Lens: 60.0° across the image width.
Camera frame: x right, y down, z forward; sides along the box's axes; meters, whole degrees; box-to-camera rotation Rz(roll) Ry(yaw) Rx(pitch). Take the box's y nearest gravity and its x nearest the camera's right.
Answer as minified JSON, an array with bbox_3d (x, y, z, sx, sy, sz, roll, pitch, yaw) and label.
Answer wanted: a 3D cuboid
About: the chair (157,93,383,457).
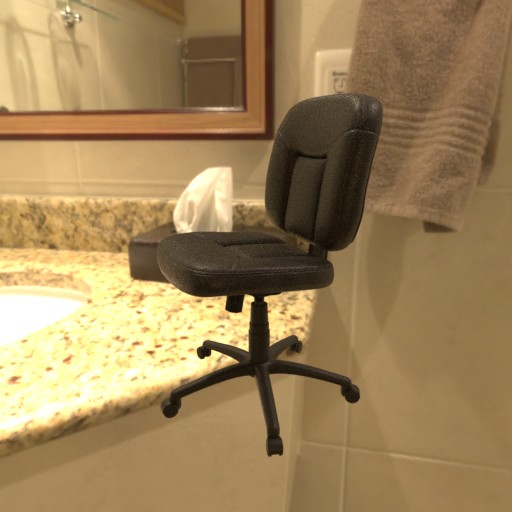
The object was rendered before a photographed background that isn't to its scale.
[{"bbox_3d":[0.000,0.000,1.375,0.646,0.959,0.647,-8,18,-24],"label":"chair"}]
